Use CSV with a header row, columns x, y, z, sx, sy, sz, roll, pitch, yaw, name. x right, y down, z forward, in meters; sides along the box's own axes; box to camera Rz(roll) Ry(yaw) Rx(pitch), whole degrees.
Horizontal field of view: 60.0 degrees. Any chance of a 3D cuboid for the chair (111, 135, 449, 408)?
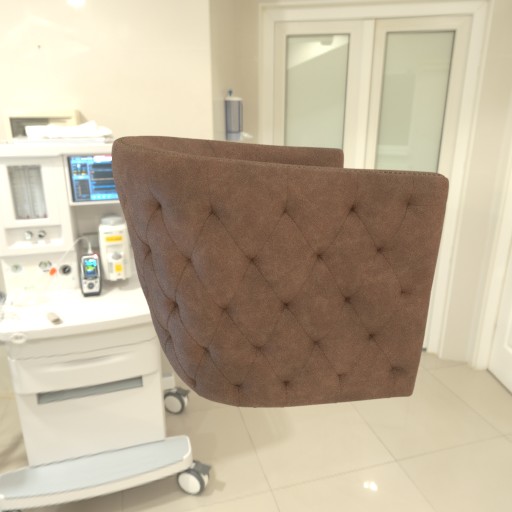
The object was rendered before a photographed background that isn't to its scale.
x,y,z,sx,sy,sz,roll,pitch,yaw,name
0.000,0.000,1.516,0.870,0.790,0.850,-3,18,-9,chair
